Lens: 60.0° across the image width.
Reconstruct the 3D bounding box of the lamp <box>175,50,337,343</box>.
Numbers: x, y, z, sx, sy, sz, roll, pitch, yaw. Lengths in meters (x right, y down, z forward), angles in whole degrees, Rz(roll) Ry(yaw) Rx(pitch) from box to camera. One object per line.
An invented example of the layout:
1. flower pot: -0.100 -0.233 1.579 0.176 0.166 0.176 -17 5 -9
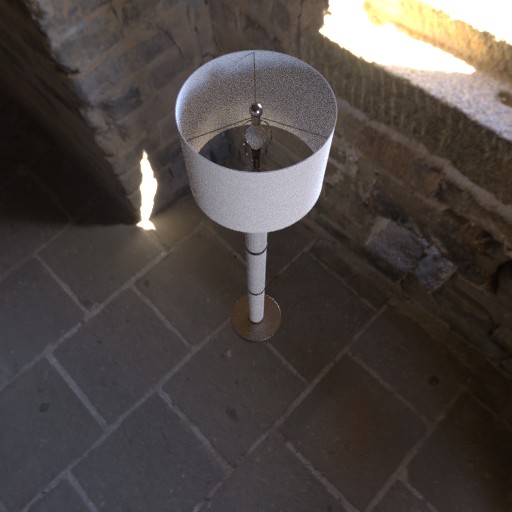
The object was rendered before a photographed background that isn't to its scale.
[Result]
1. lamp: 0.000 0.000 1.738 0.377 1.599 0.377 -1 64 -1
